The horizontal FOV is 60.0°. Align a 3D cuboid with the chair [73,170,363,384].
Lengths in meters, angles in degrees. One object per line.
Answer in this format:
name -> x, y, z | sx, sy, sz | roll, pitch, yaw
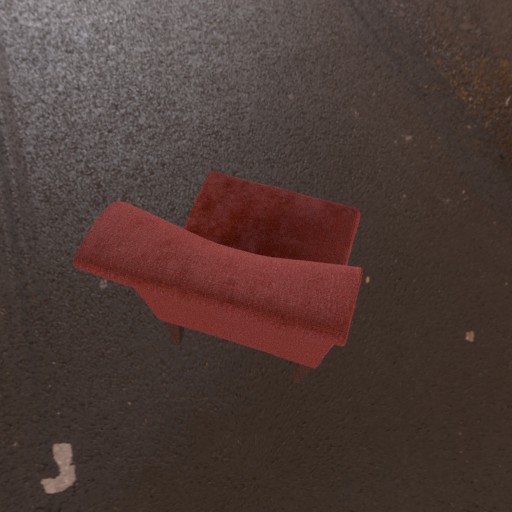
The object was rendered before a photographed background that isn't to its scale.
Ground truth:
chair -> 0.000, 0.000, 1.286 | 0.538, 0.846, 0.640 | 16, 64, 8
